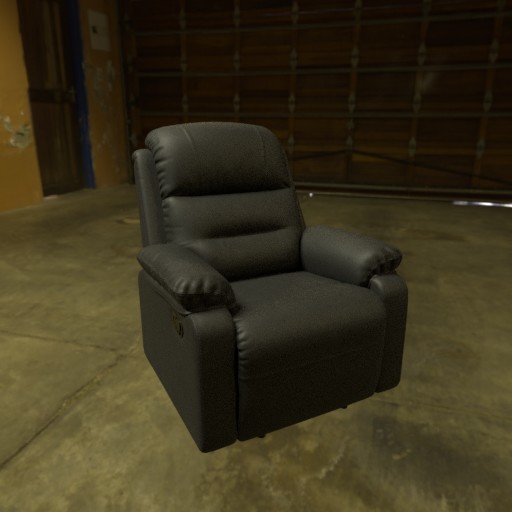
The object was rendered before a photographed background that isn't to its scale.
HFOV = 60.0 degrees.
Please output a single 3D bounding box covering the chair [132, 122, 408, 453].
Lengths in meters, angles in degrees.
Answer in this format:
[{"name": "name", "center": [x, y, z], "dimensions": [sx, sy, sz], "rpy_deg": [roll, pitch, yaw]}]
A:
[{"name": "chair", "center": [0.000, 0.000, 1.708], "dimensions": [0.855, 0.992, 0.919], "rpy_deg": [-8, 18, -26]}]
